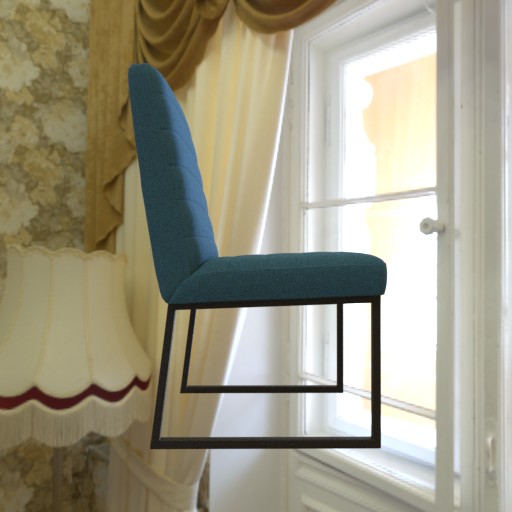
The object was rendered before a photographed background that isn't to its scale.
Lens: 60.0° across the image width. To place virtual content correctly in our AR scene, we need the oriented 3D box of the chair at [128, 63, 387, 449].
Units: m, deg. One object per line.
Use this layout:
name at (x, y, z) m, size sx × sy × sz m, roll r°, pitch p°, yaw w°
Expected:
chair at (0.000, 0.000, 1.297) m, size 0.634 × 0.930 × 0.520 m, roll 0°, pitch 0°, yaw 0°
